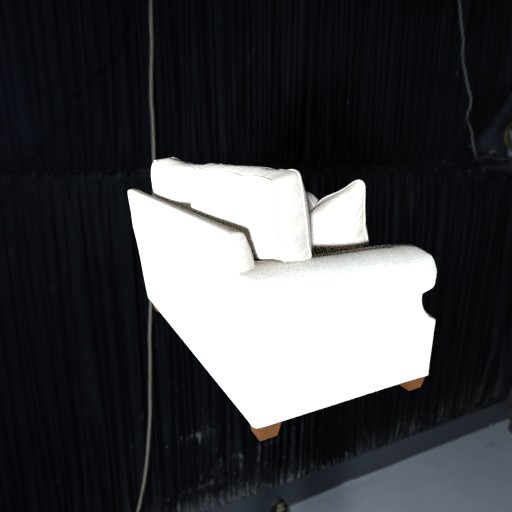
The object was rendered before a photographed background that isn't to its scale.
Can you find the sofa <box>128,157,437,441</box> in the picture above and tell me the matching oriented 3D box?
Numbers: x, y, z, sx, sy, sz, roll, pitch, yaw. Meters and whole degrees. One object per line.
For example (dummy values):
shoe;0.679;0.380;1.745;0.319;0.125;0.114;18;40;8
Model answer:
sofa;0.000;0.000;2.294;0.966;0.966;1.701;-7;16;-26
